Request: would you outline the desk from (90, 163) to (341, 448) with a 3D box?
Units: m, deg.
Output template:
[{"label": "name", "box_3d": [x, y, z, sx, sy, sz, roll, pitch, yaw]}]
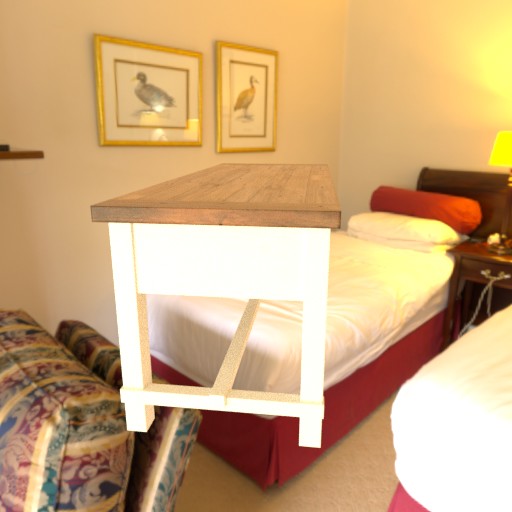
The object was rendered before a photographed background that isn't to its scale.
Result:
[{"label": "desk", "box_3d": [0.000, 0.000, 2.154, 0.688, 0.762, 1.803, 2, 16, 7]}]
